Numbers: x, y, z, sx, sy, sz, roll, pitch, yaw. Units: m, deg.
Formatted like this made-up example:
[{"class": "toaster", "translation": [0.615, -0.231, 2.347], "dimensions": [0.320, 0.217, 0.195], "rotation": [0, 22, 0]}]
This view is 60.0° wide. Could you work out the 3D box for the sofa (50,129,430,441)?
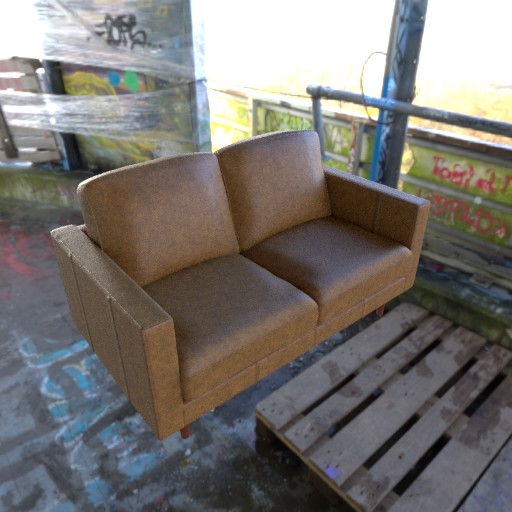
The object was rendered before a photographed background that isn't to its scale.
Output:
[{"class": "sofa", "translation": [0.000, 0.000, 2.154], "dimensions": [1.578, 0.951, 0.909], "rotation": [-22, 37, -33]}]
